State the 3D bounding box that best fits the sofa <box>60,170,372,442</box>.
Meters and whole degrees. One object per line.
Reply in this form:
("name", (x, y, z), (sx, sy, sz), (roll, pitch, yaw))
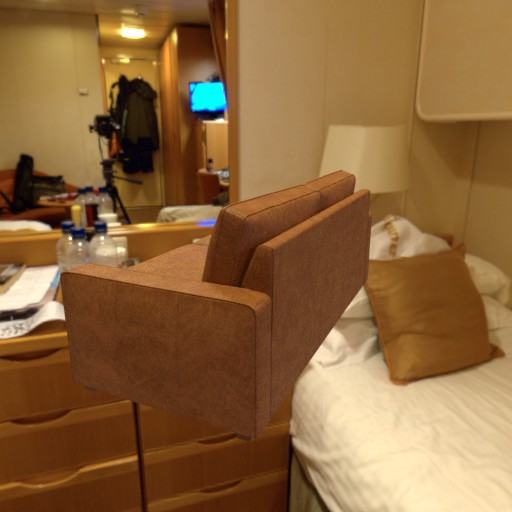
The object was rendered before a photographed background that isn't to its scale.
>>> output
("sofa", (0.000, 0.000, 2.718), (0.991, 0.928, 2.156), (7, 18, 24))
